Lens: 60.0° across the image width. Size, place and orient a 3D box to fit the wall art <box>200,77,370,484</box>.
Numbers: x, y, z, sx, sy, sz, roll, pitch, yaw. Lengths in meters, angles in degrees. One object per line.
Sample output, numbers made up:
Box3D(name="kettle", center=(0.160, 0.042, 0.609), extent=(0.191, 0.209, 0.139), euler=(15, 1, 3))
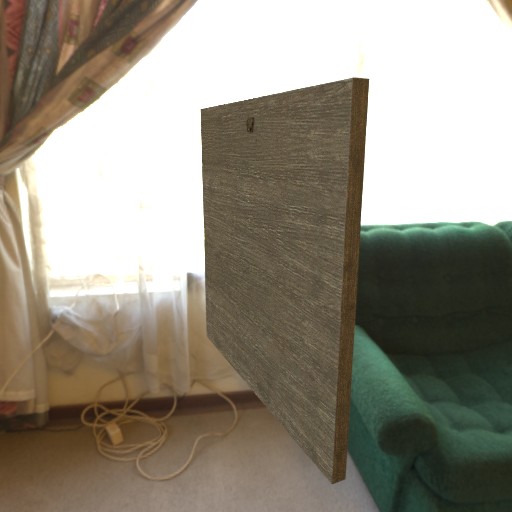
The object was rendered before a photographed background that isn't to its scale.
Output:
Box3D(name="wall art", center=(0.000, 0.000, 0.682), extent=(0.027, 0.459, 0.462), euler=(-7, 16, -24))
